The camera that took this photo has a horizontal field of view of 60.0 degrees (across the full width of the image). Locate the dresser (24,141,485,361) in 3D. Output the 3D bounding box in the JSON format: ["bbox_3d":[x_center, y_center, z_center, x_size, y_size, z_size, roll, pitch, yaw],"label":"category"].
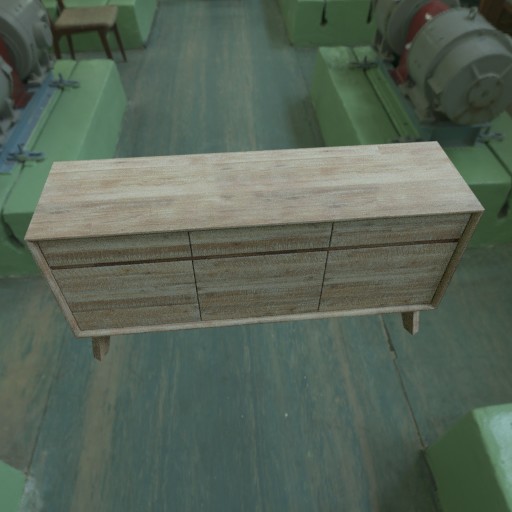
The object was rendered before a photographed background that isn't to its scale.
[{"bbox_3d":[0.000,0.000,1.972,1.602,0.788,0.455,-4,46,-4],"label":"dresser"}]
